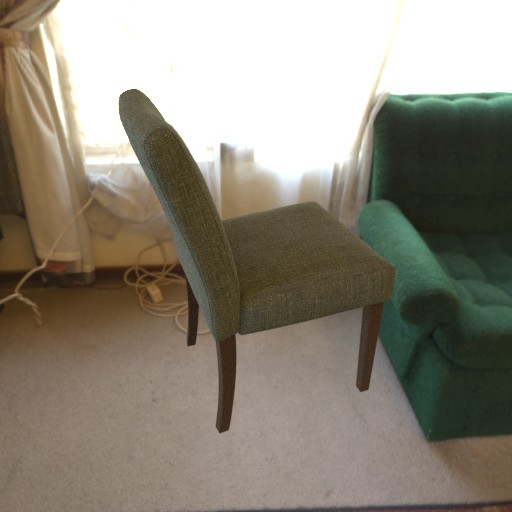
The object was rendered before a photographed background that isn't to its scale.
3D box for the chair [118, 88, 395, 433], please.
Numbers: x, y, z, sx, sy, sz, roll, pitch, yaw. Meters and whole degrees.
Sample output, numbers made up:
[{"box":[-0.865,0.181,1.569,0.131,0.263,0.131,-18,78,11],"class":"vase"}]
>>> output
[{"box":[0.000,0.000,1.273,0.629,0.884,0.487,-11,33,-18],"class":"chair"}]
